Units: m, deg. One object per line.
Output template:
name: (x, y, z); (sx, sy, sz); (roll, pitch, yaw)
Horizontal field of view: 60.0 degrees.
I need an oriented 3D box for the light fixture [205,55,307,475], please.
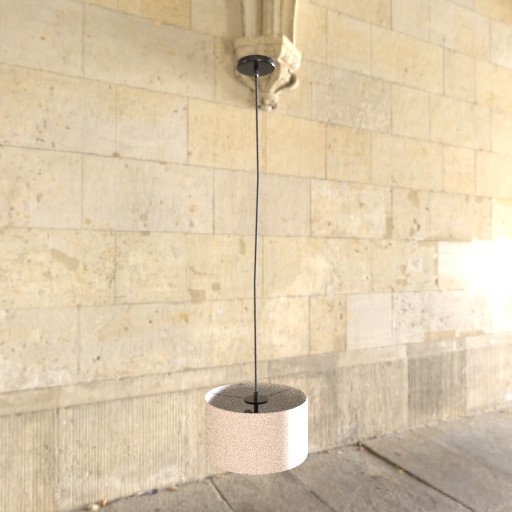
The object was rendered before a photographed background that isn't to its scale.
light fixture: (0.000, 0.000, 1.738); (0.399, 1.516, 0.399); (0, -1, 0)
